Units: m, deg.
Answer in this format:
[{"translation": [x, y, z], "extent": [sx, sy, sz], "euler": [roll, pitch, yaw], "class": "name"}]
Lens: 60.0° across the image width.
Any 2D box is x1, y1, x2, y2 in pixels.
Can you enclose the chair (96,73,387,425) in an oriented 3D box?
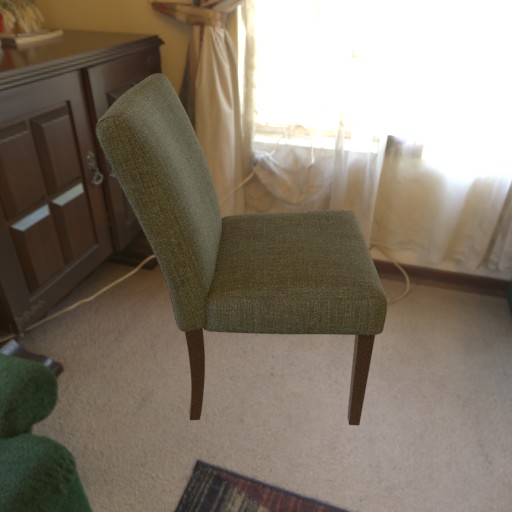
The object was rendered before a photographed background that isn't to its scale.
[{"translation": [0.000, 0.000, 1.233], "extent": [0.629, 0.884, 0.487], "euler": [0, 32, 1], "class": "chair"}]
